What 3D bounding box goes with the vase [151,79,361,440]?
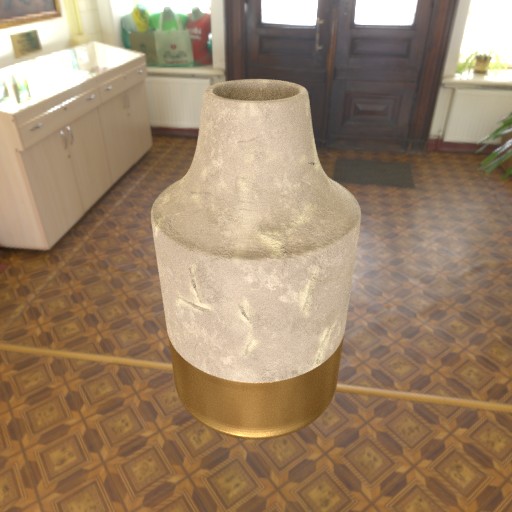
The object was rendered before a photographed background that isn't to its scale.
[{"bbox_3d":[0.000,0.000,0.423,0.184,0.305,0.184,0,33,0],"label":"vase"}]
